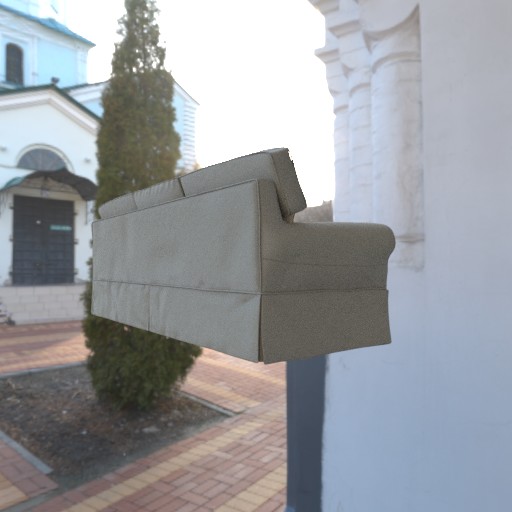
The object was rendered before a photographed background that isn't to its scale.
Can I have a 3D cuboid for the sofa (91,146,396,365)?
[{"bbox_3d":[0.000,0.000,3.319,1.733,0.978,2.475,1,-2,-37],"label":"sofa"}]
